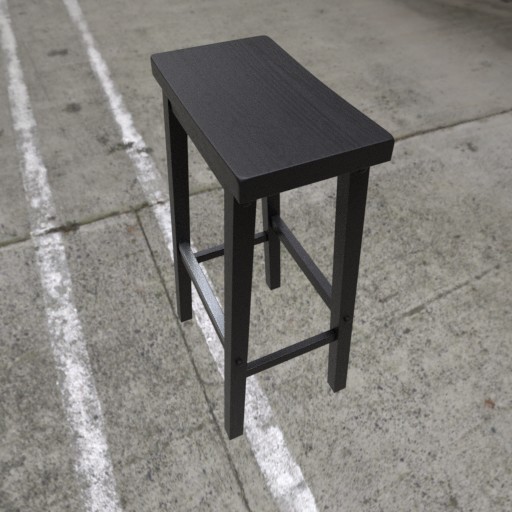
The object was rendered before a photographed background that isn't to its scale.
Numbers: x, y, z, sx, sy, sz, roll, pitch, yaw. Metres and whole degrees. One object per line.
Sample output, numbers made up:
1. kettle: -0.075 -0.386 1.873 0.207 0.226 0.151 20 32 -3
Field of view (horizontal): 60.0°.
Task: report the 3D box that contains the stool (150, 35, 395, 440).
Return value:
1. stool: 0.000 0.000 0.955 0.322 0.742 0.406 -18 49 -17
